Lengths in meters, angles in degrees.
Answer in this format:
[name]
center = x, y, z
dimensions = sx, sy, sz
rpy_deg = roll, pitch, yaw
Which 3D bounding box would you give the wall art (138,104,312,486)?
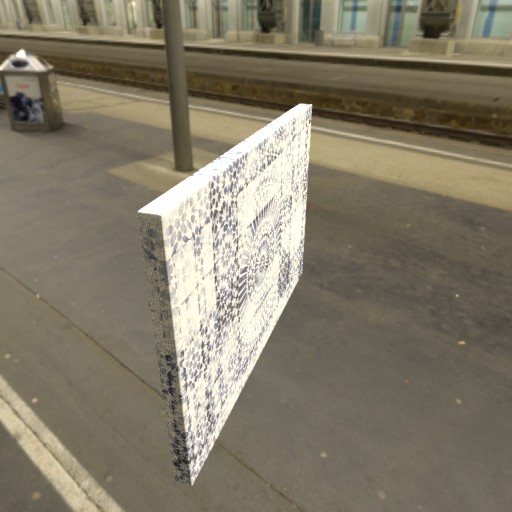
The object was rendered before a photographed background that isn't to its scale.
[wall art]
center = 0.000, 0.000, 0.766
dimensions = 0.030, 0.406, 0.608
rpy_deg = 10, 30, 17
